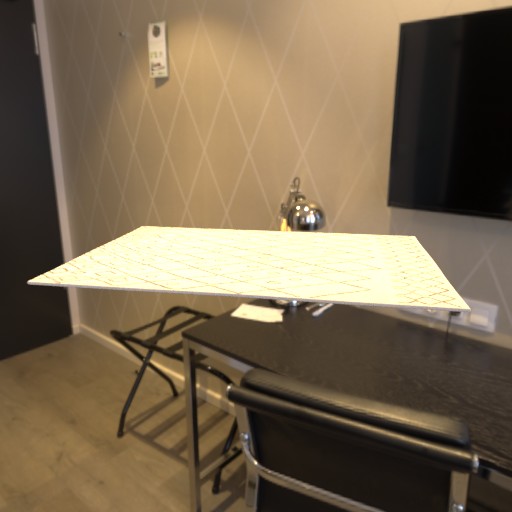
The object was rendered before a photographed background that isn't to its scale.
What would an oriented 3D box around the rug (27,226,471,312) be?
[{"bbox_3d":[0.000,0.000,2.369,1.828,0.015,1.222,3,16,10],"label":"rug"}]
